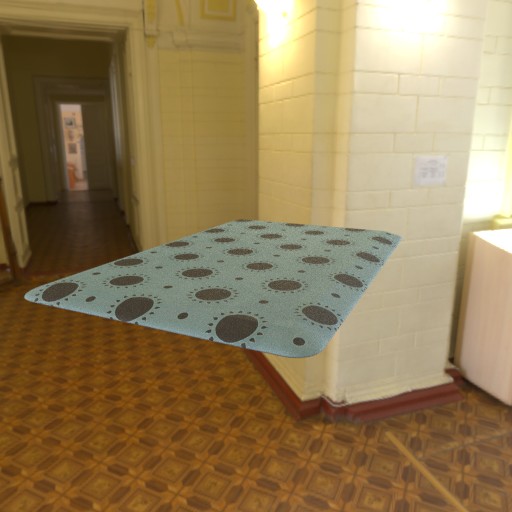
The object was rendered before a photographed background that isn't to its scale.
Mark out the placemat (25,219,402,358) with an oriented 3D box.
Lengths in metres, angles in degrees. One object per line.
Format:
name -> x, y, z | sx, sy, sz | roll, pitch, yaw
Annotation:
placemat -> 0.000, 0.000, 0.945 | 0.508, 0.021, 0.762 | 7, 16, 24
